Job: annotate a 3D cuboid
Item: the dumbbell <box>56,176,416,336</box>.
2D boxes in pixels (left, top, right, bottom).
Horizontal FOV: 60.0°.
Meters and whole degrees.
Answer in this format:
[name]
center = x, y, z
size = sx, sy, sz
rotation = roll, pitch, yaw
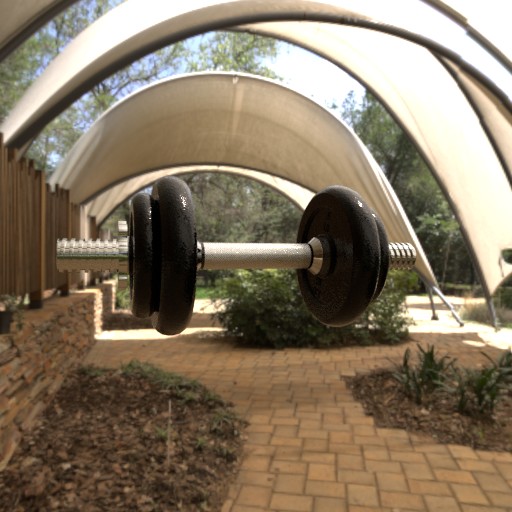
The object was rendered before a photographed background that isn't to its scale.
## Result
[dumbbell]
center = 0.000, 0.000, 0.604
size = 0.497, 0.202, 0.202
rotation = 0, 0, -18
